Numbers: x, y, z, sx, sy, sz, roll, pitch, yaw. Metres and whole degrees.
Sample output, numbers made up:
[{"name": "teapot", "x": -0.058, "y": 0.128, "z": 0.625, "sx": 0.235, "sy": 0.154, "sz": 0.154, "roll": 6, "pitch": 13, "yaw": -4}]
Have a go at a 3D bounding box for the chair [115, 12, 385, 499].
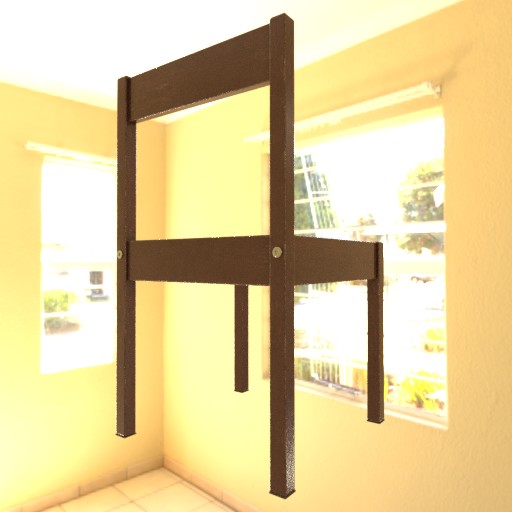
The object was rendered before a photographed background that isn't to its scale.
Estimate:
[{"name": "chair", "x": 0.000, "y": 0.000, "z": 0.656, "sx": 0.285, "sy": 0.505, "sz": 0.285, "roll": 0, "pitch": -1, "yaw": 37}]
